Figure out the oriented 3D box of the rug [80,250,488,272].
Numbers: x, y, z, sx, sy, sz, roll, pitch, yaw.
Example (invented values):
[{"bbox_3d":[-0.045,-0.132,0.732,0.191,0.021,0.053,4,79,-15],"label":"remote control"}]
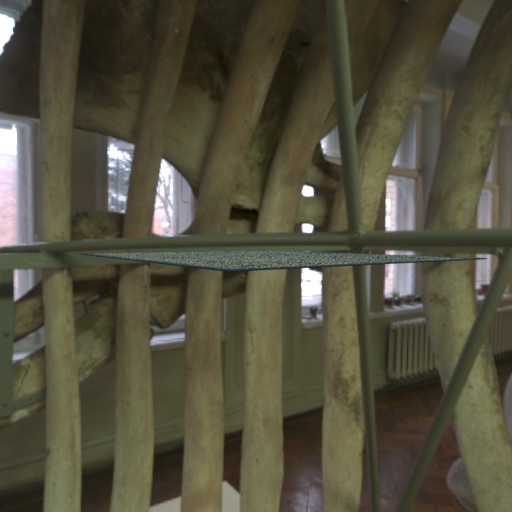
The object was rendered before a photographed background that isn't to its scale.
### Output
[{"bbox_3d":[0.000,0.000,4.120,2.438,0.010,3.048,-2,3,-35],"label":"rug"}]
